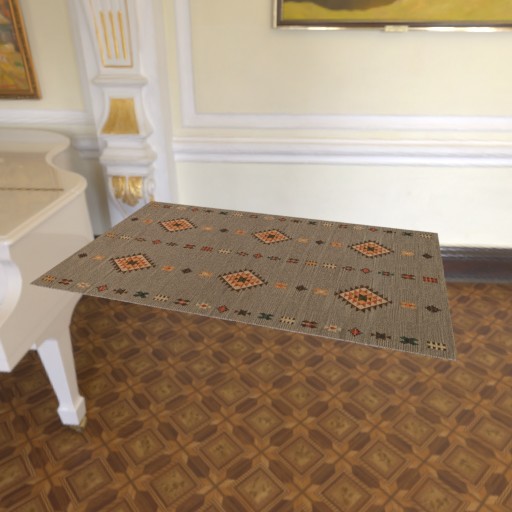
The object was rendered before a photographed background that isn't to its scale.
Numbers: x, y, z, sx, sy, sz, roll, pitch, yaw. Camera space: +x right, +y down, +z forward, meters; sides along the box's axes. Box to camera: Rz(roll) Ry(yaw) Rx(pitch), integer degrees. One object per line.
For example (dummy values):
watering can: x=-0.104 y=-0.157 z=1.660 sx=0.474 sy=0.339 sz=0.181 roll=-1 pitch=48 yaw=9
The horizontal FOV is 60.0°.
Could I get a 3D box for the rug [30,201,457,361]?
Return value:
rug: x=0.000 y=0.000 z=3.033 sx=2.427 sy=0.007 sz=1.515 roll=8 pitch=28 yaw=15
